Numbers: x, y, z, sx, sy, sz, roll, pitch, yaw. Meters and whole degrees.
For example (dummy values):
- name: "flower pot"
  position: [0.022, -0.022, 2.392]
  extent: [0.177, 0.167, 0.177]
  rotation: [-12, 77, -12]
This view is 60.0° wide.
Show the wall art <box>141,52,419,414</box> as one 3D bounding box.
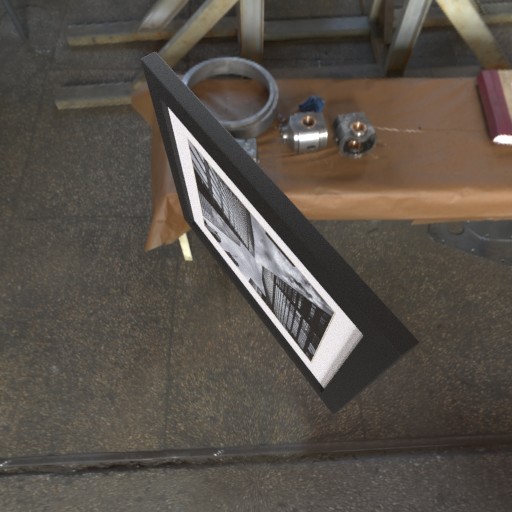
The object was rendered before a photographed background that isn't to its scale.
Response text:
- name: "wall art"
  position: [0.000, 0.000, 0.770]
  extent: [0.031, 0.457, 0.558]
  rotation: [-33, 68, -15]
